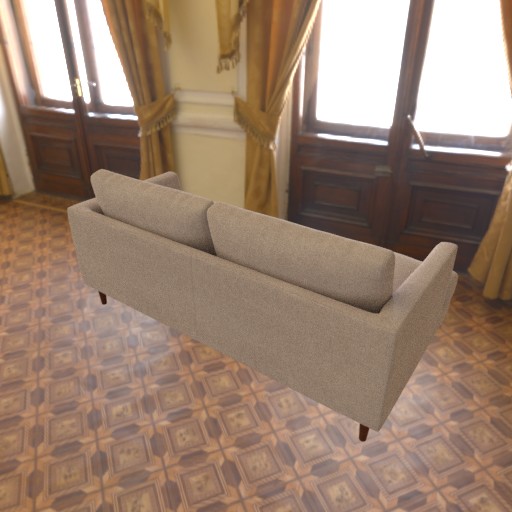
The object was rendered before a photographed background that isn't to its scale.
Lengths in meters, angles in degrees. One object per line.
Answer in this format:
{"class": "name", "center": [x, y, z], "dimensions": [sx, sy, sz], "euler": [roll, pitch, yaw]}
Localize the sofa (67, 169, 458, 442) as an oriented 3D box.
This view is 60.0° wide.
{"class": "sofa", "center": [0.000, 0.000, 2.480], "dimensions": [1.948, 0.868, 1.020], "euler": [19, 34, 31]}
